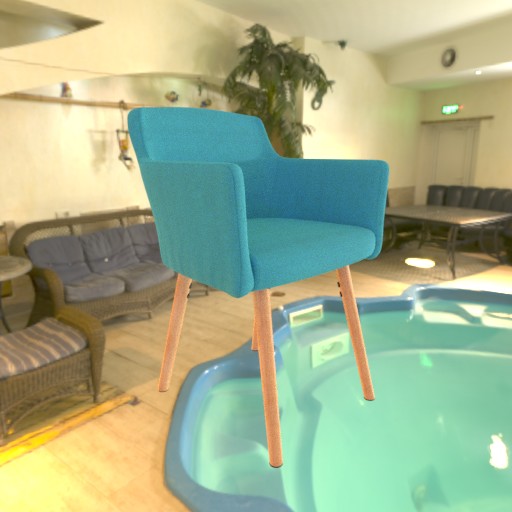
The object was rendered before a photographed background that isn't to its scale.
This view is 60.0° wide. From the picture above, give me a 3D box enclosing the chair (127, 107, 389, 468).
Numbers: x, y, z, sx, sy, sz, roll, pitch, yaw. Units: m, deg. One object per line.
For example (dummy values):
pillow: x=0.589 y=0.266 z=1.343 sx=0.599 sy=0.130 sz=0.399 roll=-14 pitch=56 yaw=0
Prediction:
chair: x=0.000 y=0.000 z=1.180 sx=0.570 sy=0.780 sz=0.540 roll=-13 pitch=18 yaw=-44
